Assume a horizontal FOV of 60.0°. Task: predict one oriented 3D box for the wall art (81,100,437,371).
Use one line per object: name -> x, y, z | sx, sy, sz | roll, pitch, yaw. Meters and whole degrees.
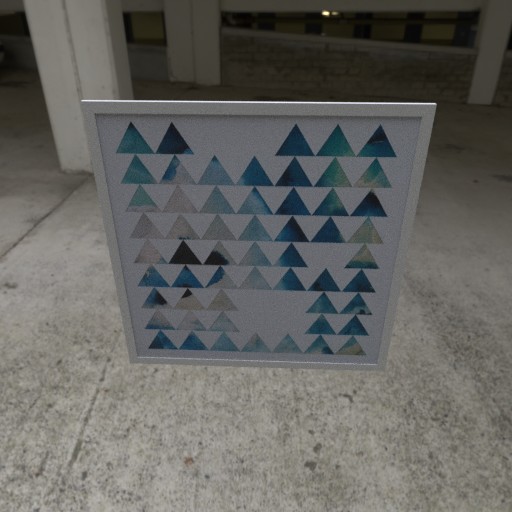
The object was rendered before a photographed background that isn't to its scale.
wall art -> 0.000, 0.000, 0.683 | 0.456, 0.456, 0.007 | 1, 30, 2
